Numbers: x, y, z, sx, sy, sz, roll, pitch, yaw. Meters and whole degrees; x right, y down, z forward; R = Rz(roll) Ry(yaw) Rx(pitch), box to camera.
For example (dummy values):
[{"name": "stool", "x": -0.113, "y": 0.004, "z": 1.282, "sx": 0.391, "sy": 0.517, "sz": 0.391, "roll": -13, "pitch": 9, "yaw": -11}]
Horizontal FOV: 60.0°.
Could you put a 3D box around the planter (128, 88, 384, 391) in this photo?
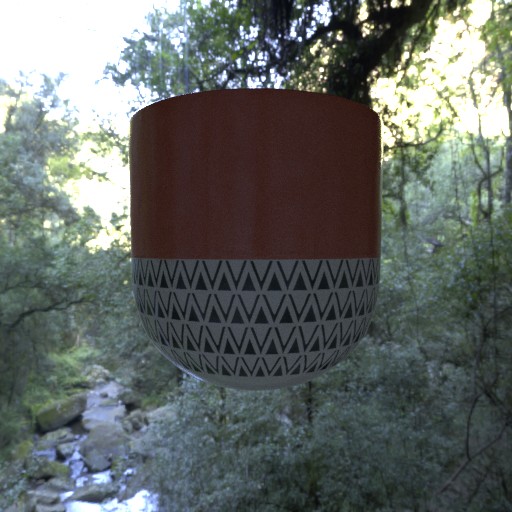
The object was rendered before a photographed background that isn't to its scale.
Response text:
[{"name": "planter", "x": 0.000, "y": 0.000, "z": 0.483, "sx": 0.266, "sy": 0.270, "sz": 0.266, "roll": 0, "pitch": 1, "yaw": 0}]
